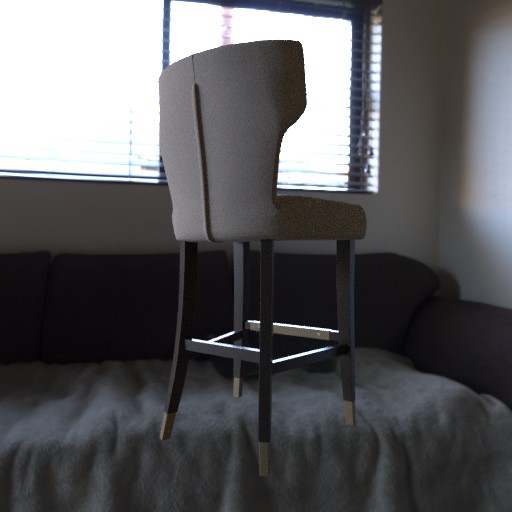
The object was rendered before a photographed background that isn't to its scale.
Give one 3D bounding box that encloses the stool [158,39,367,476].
[{"bbox_3d":[0.000,0.000,1.389,0.526,1.092,0.563,1,1,35],"label":"stool"}]
